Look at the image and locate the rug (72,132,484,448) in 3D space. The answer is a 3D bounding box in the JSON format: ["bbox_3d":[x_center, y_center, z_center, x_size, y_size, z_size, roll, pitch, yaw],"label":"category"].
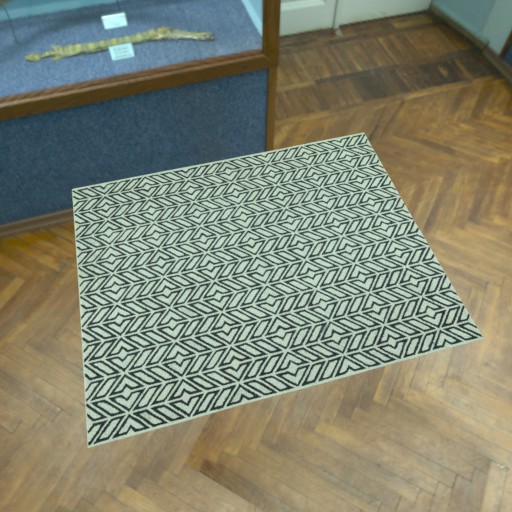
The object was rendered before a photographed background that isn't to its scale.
[{"bbox_3d":[0.000,0.000,3.886,3.045,0.008,2.421,-13,58,-8],"label":"rug"}]
